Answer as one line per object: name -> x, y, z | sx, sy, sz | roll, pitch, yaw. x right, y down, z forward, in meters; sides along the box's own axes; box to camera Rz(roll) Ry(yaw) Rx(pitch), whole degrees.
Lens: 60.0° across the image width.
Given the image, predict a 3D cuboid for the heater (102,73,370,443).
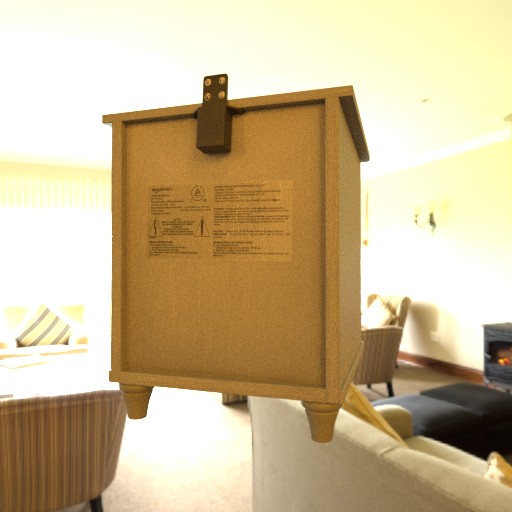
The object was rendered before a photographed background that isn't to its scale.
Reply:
heater -> 0.000, 0.000, 0.763 | 0.362, 0.481, 0.400 | 0, -1, 18
